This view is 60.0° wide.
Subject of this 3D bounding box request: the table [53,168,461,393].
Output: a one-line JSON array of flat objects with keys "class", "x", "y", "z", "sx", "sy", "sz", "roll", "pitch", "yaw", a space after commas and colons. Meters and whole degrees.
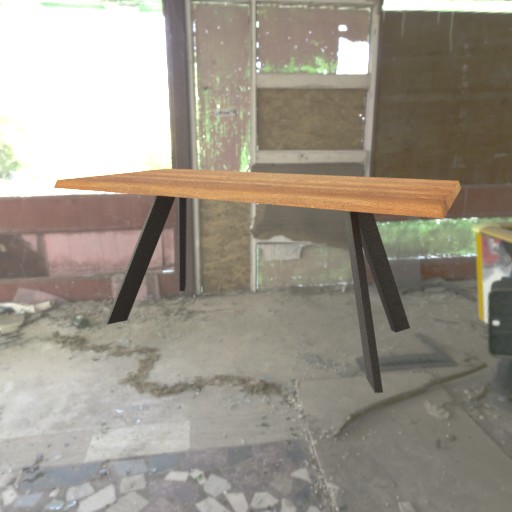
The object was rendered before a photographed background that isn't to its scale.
[{"class": "table", "x": 0.000, "y": 0.000, "z": 2.276, "sx": 1.800, "sy": 0.770, "sz": 0.900, "roll": 8, "pitch": 17, "yaw": 26}]
